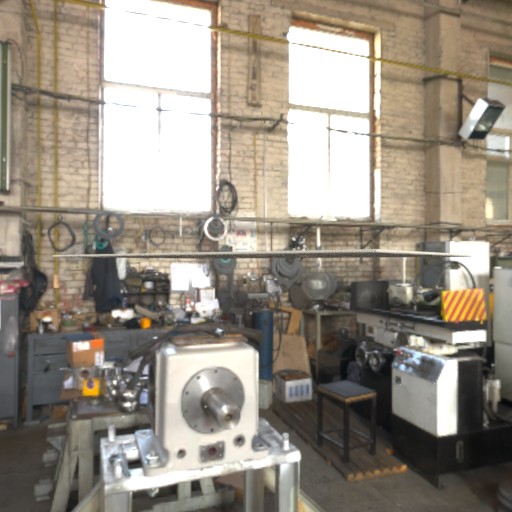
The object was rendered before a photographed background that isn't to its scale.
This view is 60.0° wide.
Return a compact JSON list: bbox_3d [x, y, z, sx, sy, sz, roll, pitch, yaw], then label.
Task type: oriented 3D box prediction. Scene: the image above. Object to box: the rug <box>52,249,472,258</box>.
[{"bbox_3d":[0.000,0.000,2.887,2.294,0.014,1.528,-1,-1,37],"label":"rug"}]
